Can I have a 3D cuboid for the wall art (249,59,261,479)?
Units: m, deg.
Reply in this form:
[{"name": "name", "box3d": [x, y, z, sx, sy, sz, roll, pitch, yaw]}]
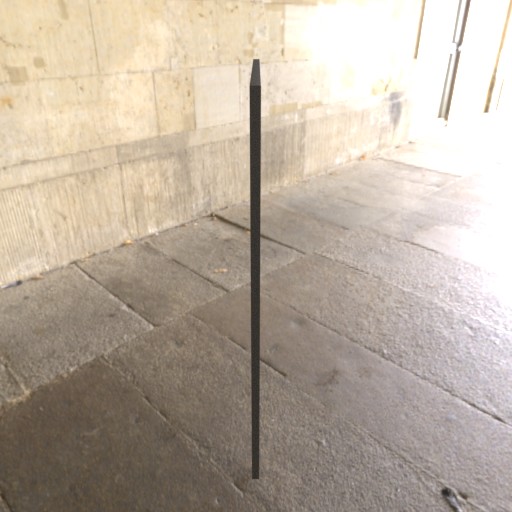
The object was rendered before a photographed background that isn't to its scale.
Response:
[{"name": "wall art", "box3d": [0.000, 0.000, 0.840, 0.013, 0.657, 0.457, 0, 27, 0]}]
